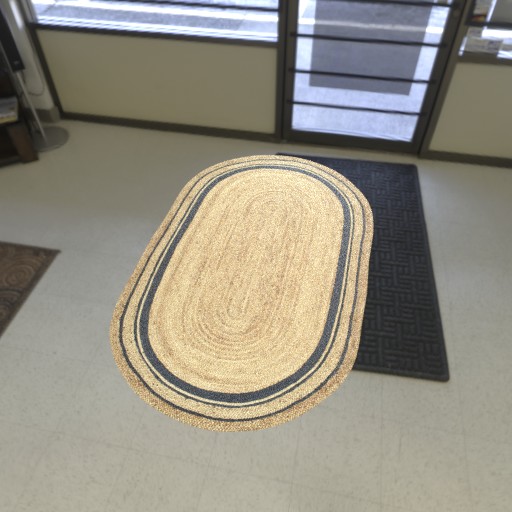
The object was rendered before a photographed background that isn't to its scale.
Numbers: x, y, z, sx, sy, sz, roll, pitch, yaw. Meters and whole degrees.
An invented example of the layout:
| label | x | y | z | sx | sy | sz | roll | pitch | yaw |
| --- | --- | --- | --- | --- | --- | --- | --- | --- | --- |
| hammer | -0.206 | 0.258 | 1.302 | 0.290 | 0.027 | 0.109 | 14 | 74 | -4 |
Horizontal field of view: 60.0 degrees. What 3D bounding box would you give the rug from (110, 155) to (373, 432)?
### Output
| label | x | y | z | sx | sy | sz | roll | pitch | yaw |
| --- | --- | --- | --- | --- | --- | --- | --- | --- | --- |
| rug | 0.000 | 0.000 | 3.030 | 1.520 | 0.006 | 2.432 | 11 | 48 | 10 |
